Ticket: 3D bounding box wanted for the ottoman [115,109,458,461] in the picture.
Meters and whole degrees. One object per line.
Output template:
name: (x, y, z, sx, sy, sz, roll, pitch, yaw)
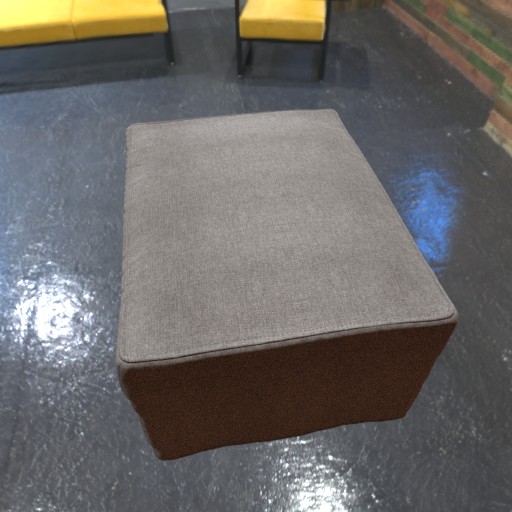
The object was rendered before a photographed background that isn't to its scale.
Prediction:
ottoman: (0.000, 0.000, 1.201, 0.652, 0.492, 0.833, -7, 47, -7)
